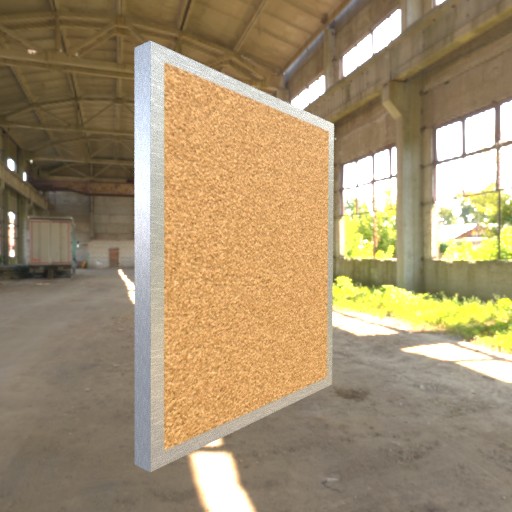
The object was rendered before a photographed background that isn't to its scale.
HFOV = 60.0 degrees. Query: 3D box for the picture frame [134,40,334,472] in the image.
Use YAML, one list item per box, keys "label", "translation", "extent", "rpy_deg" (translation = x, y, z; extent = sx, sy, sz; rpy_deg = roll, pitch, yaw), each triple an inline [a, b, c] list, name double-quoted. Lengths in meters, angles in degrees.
- label: "picture frame"
  translation: [0.000, 0.000, 0.523]
  extent: [0.027, 0.378, 0.327]
  rpy_deg: [1, 1, 39]
